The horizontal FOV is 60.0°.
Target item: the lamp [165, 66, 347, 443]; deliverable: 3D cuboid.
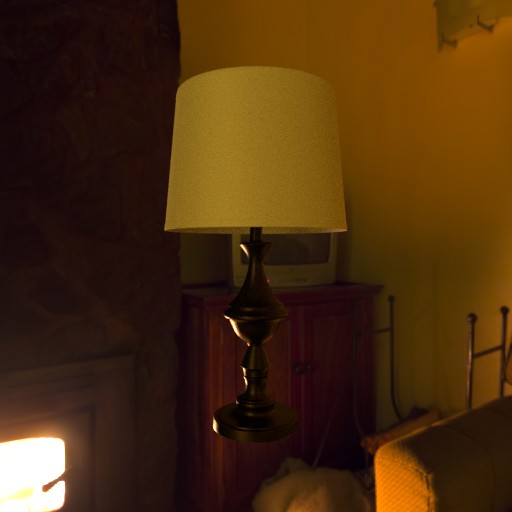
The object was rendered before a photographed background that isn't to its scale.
[{"bbox_3d":[0.000,0.000,0.950,0.383,0.726,0.383,0,1,0],"label":"lamp"}]
